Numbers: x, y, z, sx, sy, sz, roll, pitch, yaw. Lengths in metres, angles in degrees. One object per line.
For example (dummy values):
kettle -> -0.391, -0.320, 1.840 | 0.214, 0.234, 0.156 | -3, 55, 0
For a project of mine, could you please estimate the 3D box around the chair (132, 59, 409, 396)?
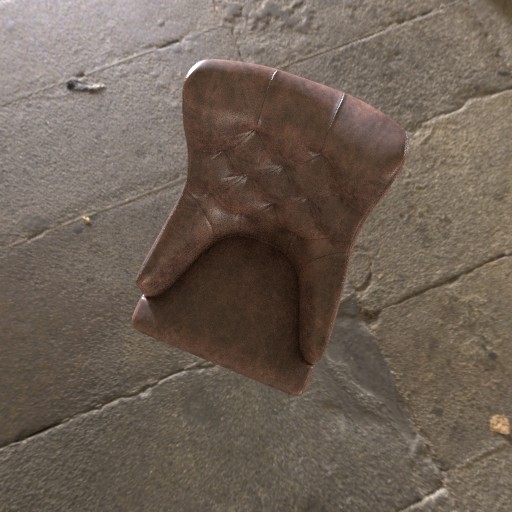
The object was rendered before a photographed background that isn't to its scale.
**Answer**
chair -> 0.000, 0.000, 1.499 | 0.641, 1.035, 0.762 | 21, 78, 5
